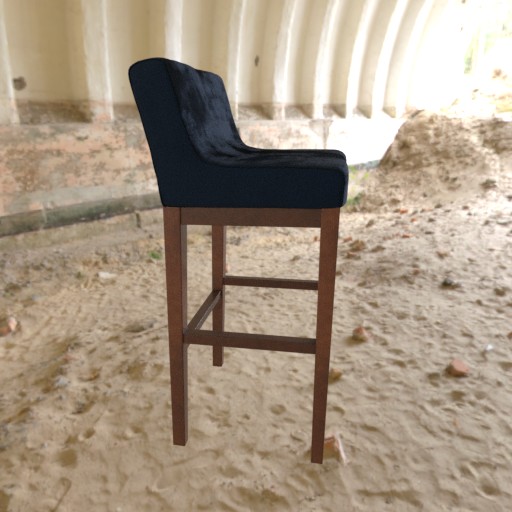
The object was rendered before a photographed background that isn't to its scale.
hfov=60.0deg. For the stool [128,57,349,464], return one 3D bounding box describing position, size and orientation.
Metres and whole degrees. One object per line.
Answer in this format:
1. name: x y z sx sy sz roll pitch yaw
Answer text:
1. stool: 0.000 0.000 1.305 0.500 1.037 0.511 3 18 10
